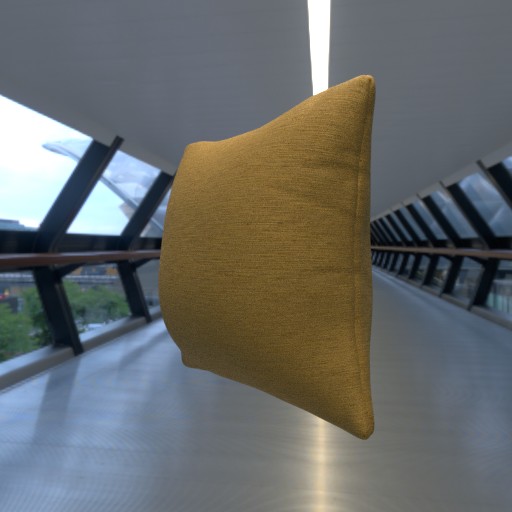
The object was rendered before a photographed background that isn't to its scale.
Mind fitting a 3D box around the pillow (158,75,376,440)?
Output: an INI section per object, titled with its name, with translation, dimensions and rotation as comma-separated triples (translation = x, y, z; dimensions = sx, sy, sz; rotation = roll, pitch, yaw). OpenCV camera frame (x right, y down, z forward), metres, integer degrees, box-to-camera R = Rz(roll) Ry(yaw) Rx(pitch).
[pillow]
translation = 0.000, 0.000, 0.671
dimensions = 0.247, 0.417, 0.435
rotation = 0, 0, -37
